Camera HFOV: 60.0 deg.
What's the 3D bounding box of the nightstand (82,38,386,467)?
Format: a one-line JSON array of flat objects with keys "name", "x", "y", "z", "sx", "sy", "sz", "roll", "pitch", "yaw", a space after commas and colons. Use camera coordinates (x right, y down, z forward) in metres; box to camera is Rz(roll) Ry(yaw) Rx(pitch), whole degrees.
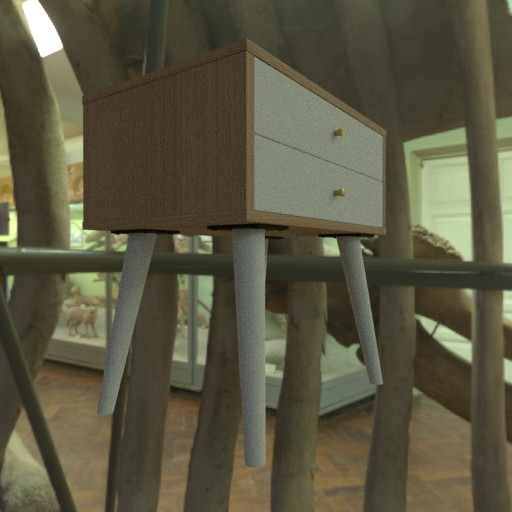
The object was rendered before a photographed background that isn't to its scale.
[{"name": "nightstand", "x": 0.000, "y": 0.000, "z": 0.960, "sx": 0.407, "sy": 0.610, "sz": 0.571, "roll": 0, "pitch": 0, "yaw": 35}]
